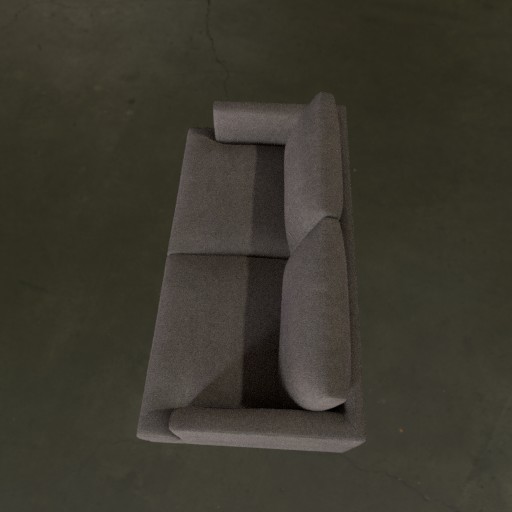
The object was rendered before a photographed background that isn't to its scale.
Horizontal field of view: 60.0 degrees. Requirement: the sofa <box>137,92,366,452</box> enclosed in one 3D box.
[{"bbox_3d":[0.000,0.000,2.478,1.020,0.868,1.948,3,61,1],"label":"sofa"}]
